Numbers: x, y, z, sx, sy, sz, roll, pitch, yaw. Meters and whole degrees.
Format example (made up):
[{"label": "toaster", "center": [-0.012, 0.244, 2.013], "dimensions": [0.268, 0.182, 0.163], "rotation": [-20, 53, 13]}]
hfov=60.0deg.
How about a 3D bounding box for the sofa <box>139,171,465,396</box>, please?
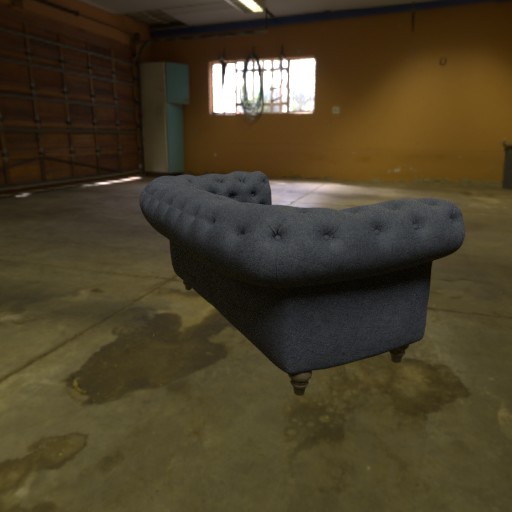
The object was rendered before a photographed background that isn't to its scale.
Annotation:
[{"label": "sofa", "center": [0.000, 0.000, 2.566], "dimensions": [1.082, 0.833, 1.988], "rotation": [-7, 17, -26]}]
